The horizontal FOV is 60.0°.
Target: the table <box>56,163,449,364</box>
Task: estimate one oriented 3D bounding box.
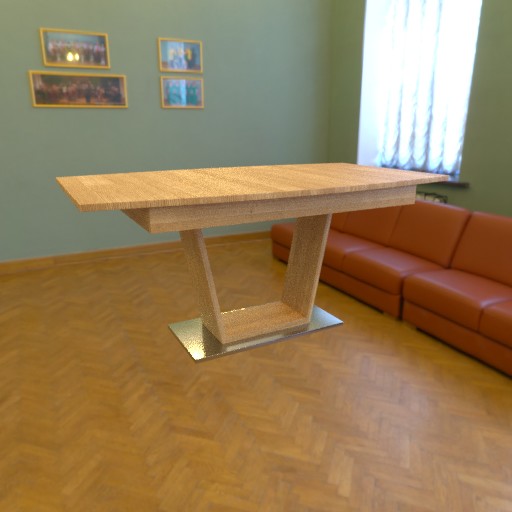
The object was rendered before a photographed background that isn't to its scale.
[{"bbox_3d":[0.000,0.000,2.104,1.598,0.748,0.900,-9,19,-27],"label":"table"}]
